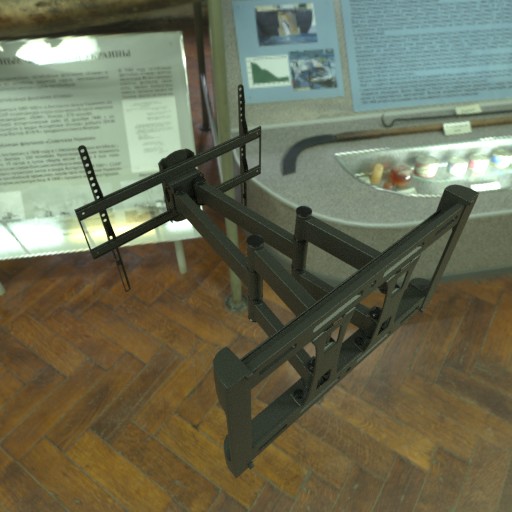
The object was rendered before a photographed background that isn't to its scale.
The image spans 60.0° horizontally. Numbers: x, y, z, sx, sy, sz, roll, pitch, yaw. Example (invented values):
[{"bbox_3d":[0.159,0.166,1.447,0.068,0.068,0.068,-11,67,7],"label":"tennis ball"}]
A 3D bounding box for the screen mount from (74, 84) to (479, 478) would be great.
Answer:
[{"bbox_3d":[0.000,0.000,0.920,0.571,0.424,0.556,-32,54,-27],"label":"screen mount"}]
